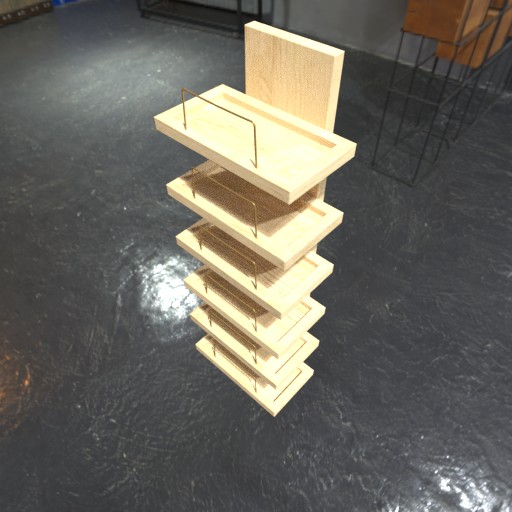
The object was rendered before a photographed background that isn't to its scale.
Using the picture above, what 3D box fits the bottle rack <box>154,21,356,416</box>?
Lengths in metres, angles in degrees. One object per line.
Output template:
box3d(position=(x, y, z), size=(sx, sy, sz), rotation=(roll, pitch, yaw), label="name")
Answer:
box3d(position=(0.000, 0.000, 1.051), size=(0.330, 0.943, 0.206), rotation=(34, 55, 28), label="bottle rack")
